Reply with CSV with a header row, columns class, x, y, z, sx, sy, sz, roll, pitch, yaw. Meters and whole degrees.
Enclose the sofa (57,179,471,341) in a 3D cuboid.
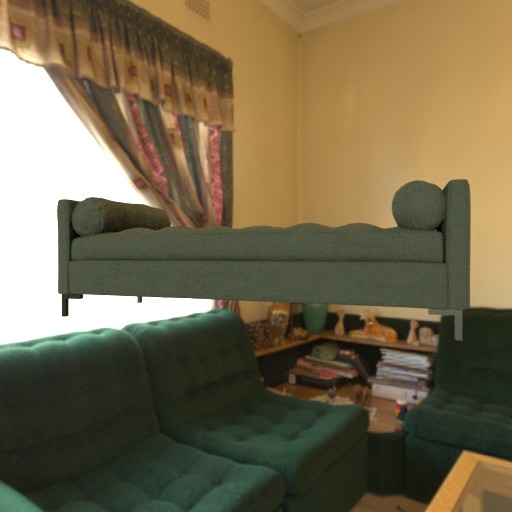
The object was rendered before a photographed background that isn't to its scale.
class,x,y,z,sx,sy,sz,roll,pitch,yaw
sofa,0.000,0.000,2.498,2.130,0.681,0.817,0,0,19
